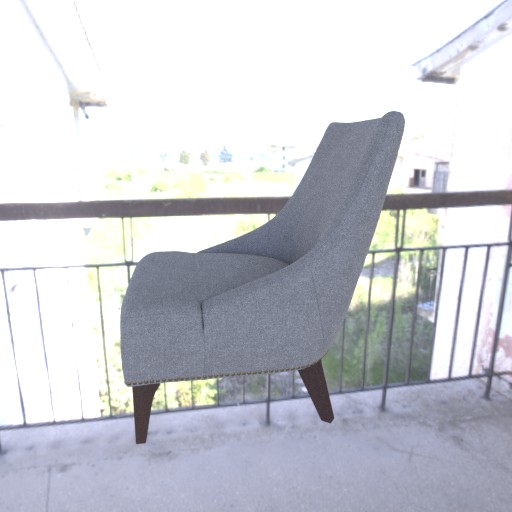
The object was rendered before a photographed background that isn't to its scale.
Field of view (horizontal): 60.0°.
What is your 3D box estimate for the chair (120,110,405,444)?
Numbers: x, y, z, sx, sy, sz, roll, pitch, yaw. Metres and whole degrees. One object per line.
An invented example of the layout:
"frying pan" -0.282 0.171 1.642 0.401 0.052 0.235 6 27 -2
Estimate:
"chair" 0.000 0.000 1.504 0.861 0.909 0.701 -2 13 -9
